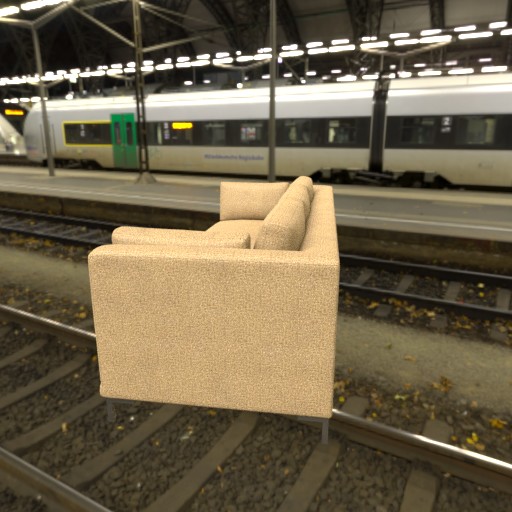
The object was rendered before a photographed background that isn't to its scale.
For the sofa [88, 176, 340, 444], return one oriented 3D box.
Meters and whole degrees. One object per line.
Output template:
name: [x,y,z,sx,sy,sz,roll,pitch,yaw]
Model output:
sofa: [0.000,0.000,2.847,0.969,0.867,2.415,2,15,9]
